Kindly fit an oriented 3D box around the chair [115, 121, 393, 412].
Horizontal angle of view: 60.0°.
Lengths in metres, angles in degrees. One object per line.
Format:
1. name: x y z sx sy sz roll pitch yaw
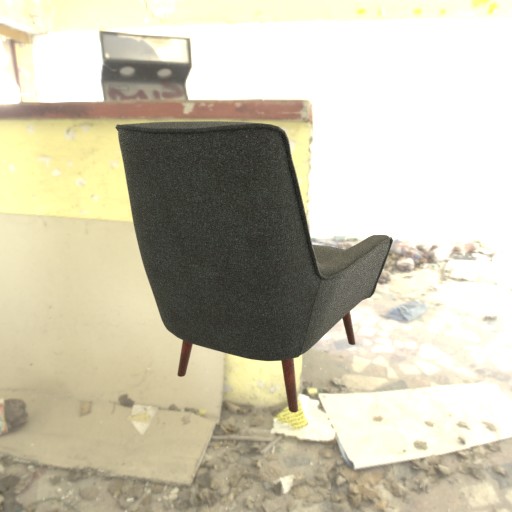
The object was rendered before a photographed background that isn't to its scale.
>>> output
1. chair: 0.000 0.000 1.535 0.763 0.883 0.859 8 18 27
